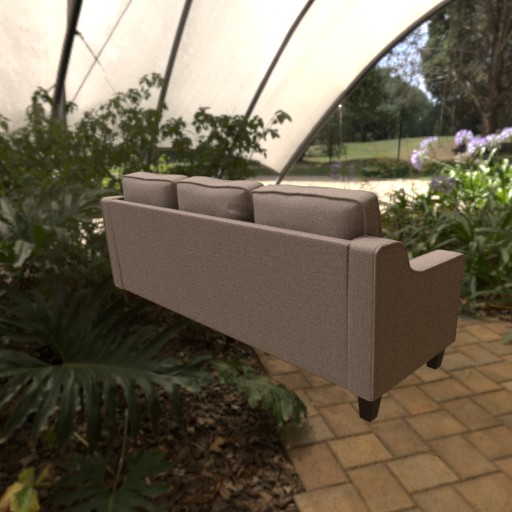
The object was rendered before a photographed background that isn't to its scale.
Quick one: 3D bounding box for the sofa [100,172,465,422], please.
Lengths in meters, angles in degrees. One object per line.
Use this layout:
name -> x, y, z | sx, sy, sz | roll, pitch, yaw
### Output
sofa -> 0.000, 0.000, 2.671 | 0.899, 0.950, 2.129 | -14, 20, -43
